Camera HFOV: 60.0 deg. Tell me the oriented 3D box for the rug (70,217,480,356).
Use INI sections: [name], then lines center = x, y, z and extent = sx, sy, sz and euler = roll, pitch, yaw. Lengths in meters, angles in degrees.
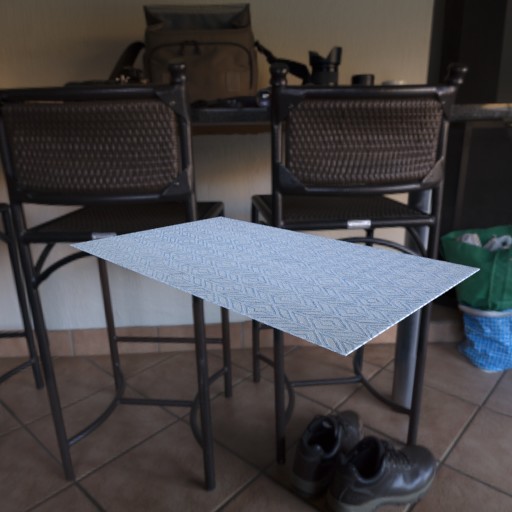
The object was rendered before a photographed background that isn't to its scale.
[rug]
center = 0.000, 0.000, 3.071
extent = 2.441, 0.008, 1.526
euler = 15, 22, 42
